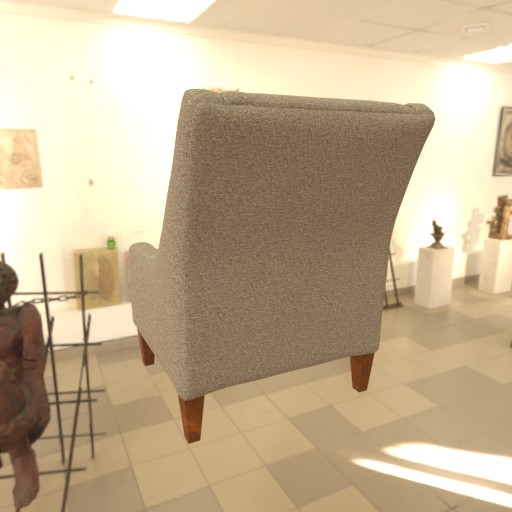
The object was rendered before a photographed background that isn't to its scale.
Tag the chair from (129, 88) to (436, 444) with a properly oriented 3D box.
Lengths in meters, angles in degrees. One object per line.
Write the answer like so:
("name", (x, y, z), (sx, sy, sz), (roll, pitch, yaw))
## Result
("chair", (0.000, 0.000, 1.603), (0.774, 1.016, 0.870), (-7, 15, -26))
